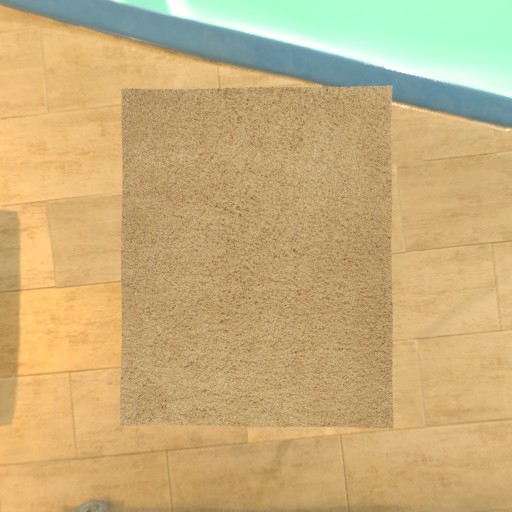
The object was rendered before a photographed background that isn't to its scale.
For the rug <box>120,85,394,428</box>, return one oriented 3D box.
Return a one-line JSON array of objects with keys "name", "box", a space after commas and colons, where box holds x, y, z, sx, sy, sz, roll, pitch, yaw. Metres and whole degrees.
[{"name": "rug", "box": [0.000, 0.000, 3.916, 2.400, 0.025, 3.000, 0, 89, 1]}]
